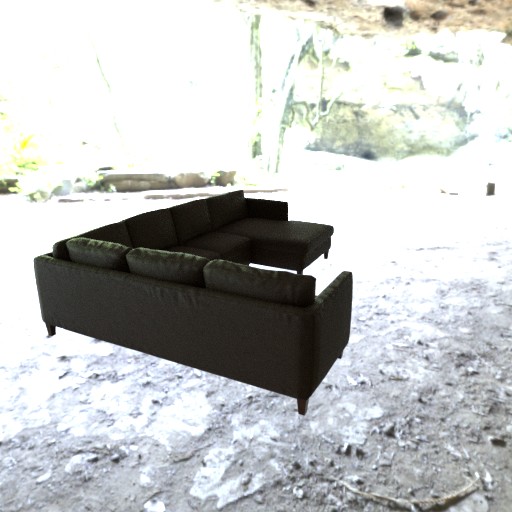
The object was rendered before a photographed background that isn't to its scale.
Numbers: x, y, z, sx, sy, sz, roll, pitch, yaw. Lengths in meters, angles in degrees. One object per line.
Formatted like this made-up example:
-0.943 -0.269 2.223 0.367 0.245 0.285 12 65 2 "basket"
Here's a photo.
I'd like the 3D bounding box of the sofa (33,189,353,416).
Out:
0.000 0.000 4.751 2.593 0.923 3.460 9 19 26 "sofa"
